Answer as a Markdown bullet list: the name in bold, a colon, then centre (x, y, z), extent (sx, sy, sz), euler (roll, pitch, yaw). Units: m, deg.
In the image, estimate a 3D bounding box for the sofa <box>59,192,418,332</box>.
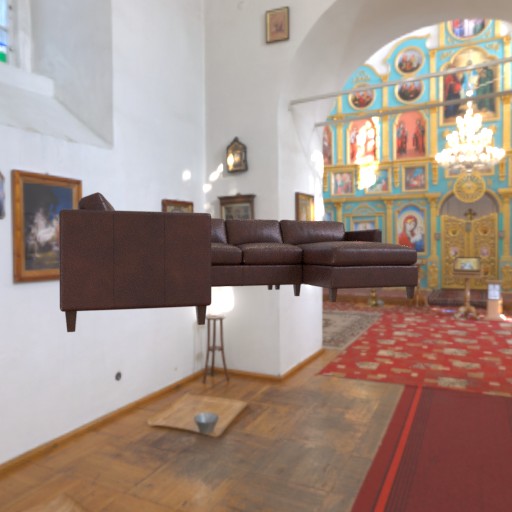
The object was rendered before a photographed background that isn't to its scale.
- **sofa**: centre (0.000, 0.000, 4.335), extent (3.324, 0.891, 2.452), euler (0, 1, -19)
